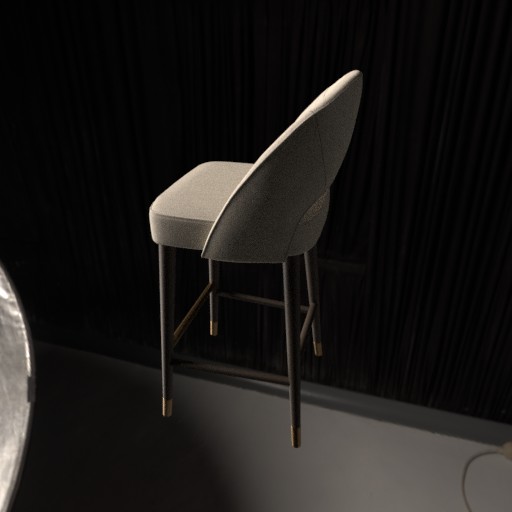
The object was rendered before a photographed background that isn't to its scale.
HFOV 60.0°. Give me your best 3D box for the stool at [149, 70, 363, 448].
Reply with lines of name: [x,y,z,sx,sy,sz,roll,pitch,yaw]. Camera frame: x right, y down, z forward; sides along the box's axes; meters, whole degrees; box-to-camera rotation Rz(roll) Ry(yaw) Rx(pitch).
stool: [0.000,0.000,1.324,0.509,1.037,0.494,8,30,14]
